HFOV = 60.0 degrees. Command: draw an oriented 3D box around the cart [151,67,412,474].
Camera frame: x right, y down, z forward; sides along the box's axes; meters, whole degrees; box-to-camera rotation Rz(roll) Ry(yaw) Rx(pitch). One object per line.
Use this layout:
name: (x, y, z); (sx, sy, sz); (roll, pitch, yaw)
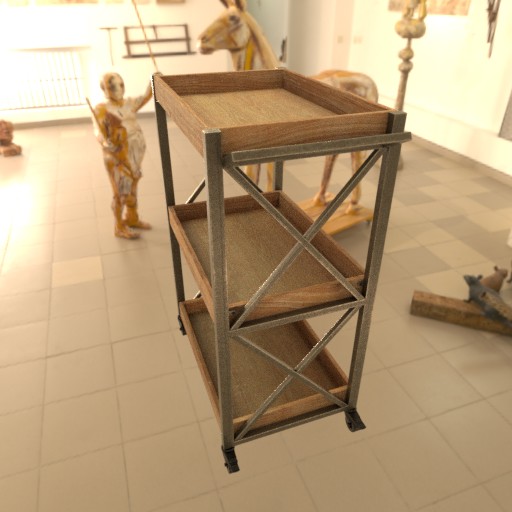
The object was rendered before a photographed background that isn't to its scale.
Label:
cart: (0.000, 0.000, 1.171); (0.377, 0.835, 0.673); (-11, 33, -17)
